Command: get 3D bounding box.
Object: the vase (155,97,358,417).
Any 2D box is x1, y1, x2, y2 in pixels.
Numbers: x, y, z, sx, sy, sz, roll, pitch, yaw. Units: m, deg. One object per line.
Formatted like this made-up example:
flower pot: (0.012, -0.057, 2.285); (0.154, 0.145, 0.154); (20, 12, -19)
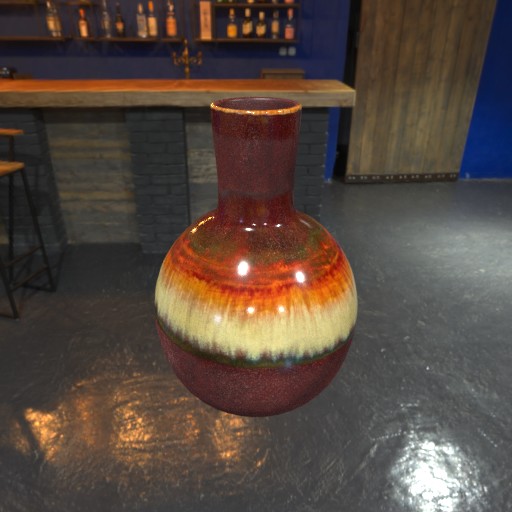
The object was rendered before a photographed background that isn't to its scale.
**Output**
vase: (0.000, 0.000, 0.234); (0.111, 0.154, 0.111); (0, 28, 0)
